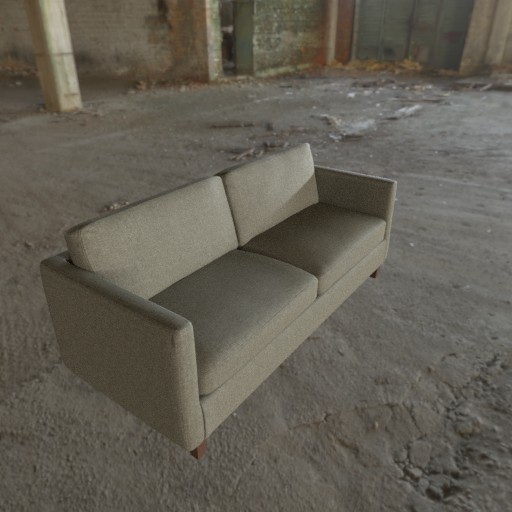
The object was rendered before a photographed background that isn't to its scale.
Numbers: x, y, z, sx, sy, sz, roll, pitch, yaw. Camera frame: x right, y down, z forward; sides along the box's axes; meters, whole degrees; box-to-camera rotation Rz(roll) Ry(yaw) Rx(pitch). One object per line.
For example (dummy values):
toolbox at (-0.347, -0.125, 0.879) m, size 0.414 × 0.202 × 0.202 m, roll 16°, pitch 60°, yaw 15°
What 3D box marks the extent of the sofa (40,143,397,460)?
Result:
sofa at (0.000, 0.000, 2.721) m, size 0.956 × 0.960 × 2.208 m, roll 19°, pitch 33°, yaw 32°
